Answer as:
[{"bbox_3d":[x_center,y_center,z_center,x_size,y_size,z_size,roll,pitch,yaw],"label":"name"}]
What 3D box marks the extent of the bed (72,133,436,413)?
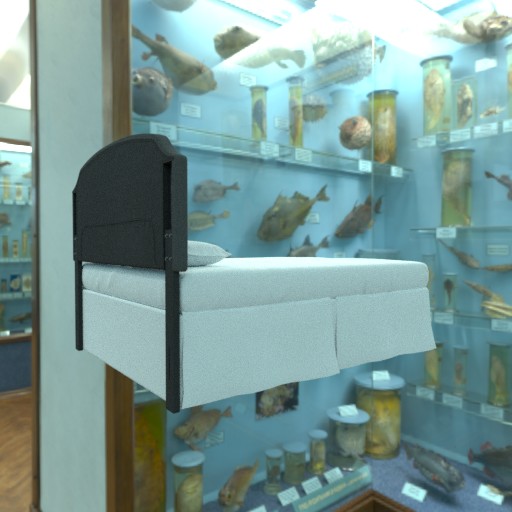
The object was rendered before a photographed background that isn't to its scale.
[{"bbox_3d":[0.000,0.000,3.029,1.999,1.270,1.558,-1,2,-37],"label":"bed"}]
